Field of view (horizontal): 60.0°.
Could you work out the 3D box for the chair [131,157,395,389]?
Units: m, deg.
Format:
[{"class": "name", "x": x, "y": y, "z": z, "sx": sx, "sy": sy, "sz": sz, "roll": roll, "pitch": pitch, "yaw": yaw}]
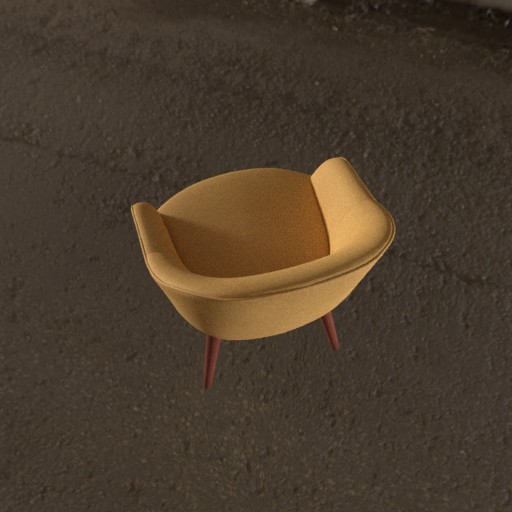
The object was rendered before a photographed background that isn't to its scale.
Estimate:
[{"class": "chair", "x": 0.000, "y": 0.000, "z": 1.276, "sx": 0.596, "sy": 0.823, "sz": 0.635, "roll": -14, "pitch": 61, "yaw": -8}]
